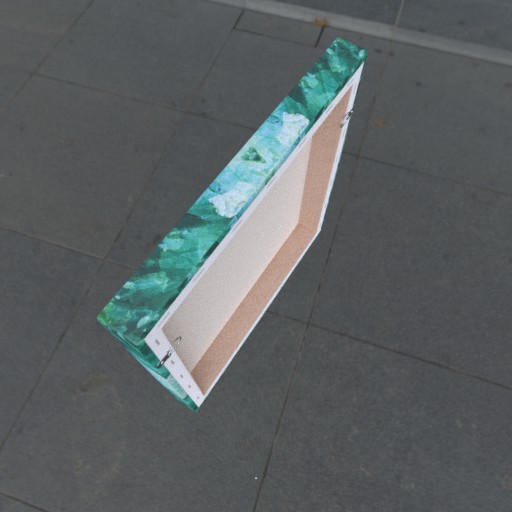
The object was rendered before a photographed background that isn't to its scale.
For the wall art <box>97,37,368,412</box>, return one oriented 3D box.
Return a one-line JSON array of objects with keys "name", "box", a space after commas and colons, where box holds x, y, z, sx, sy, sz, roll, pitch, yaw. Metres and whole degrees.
[{"name": "wall art", "box": [0.000, 0.000, 0.470, 0.033, 0.313, 0.313, 31, 67, 14]}]
